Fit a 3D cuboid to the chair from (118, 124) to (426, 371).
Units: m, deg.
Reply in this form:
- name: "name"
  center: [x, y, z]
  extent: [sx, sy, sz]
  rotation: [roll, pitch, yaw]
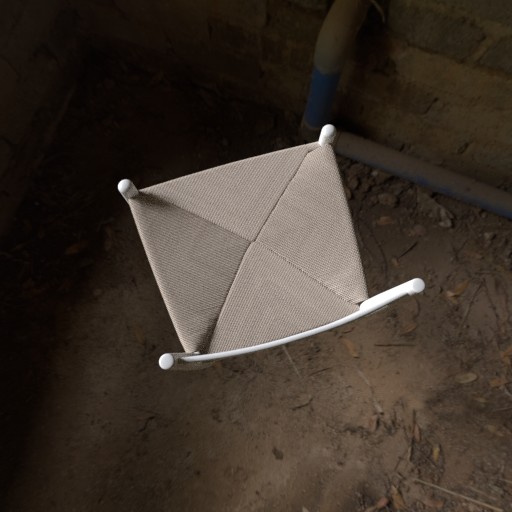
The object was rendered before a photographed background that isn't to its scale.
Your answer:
- name: "chair"
  center: [0.000, 0.000, 1.132]
  extent: [0.556, 0.762, 0.495]
  rotation: [-16, 76, -4]
